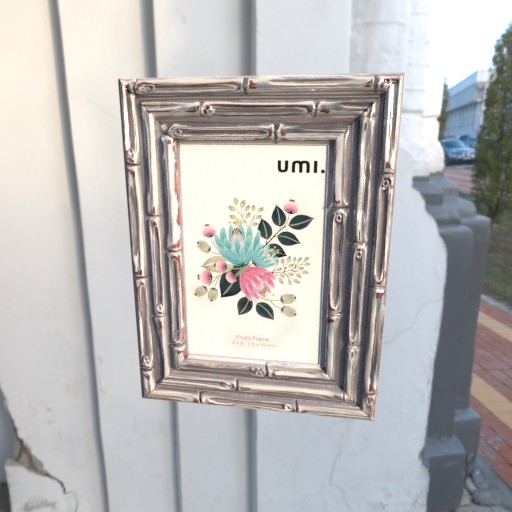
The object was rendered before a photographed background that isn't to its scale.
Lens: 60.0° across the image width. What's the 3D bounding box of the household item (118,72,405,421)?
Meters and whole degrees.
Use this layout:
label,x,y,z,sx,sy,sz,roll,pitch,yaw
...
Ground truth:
label,x,y,z,sx,sy,sz,roll,pitch,yaw
household item,0.000,0.000,0.287,0.165,0.216,0.025,2,15,9
